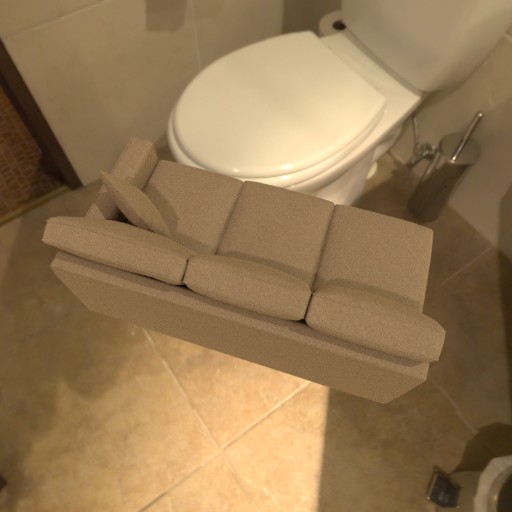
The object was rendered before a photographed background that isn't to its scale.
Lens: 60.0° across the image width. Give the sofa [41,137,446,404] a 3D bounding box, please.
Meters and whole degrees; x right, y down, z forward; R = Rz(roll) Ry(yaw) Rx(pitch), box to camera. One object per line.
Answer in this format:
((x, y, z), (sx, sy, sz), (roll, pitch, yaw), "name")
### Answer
((0.000, 0.000, 2.591), (1.963, 0.946, 1.034), (16, 64, 8), "sofa")
